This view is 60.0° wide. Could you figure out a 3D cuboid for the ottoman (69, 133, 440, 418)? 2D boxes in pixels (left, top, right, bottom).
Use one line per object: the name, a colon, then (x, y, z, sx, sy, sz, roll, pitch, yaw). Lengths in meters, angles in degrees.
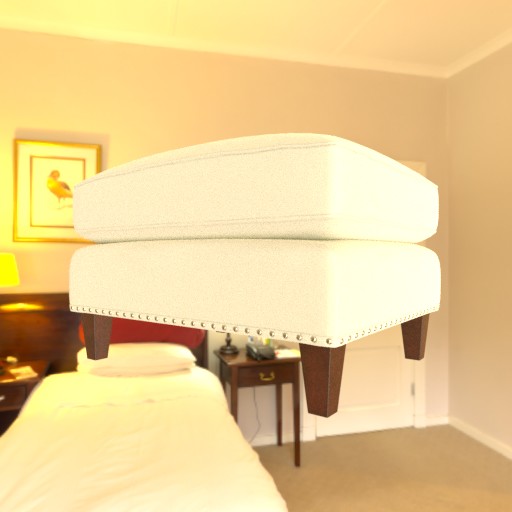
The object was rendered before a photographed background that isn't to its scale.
ottoman: (0.000, 0.000, 1.109, 0.741, 0.513, 0.584, 0, 0, 37)
